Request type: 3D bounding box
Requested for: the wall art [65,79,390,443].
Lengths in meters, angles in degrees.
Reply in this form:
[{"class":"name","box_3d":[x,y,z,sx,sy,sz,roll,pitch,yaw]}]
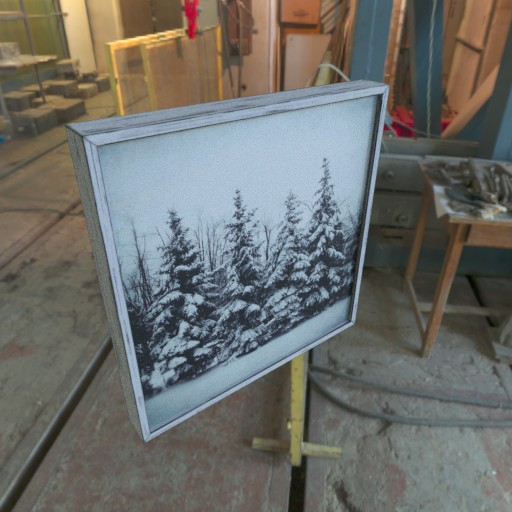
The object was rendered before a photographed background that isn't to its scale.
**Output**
[{"class":"wall art","box_3d":[0.000,0.000,0.449,0.303,0.303,0.036,-21,37,-31]}]
